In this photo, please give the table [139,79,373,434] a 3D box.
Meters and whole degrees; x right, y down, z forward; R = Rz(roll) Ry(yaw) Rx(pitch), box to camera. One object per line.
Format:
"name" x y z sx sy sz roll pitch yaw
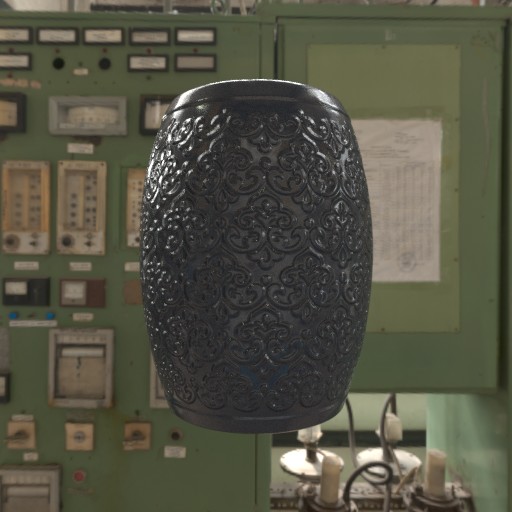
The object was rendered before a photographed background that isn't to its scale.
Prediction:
"table" 0.000 0.000 0.605 0.309 0.397 0.309 0 1 0
